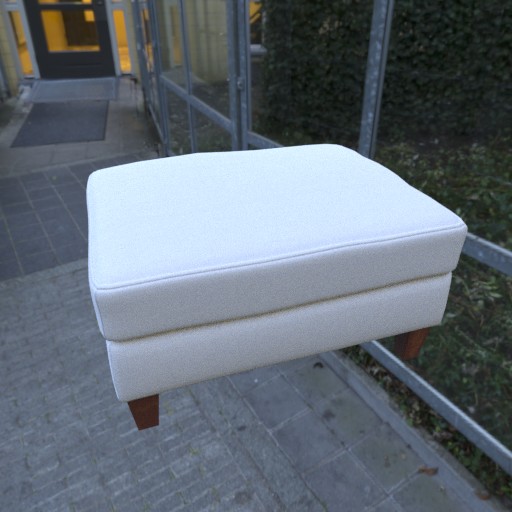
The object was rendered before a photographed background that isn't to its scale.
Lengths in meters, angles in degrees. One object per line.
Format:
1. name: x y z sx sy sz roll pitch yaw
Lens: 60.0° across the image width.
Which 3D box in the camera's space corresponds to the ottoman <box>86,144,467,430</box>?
1. ottoman: 0.000 0.000 1.214 0.818 0.479 0.634 -10 32 -16
